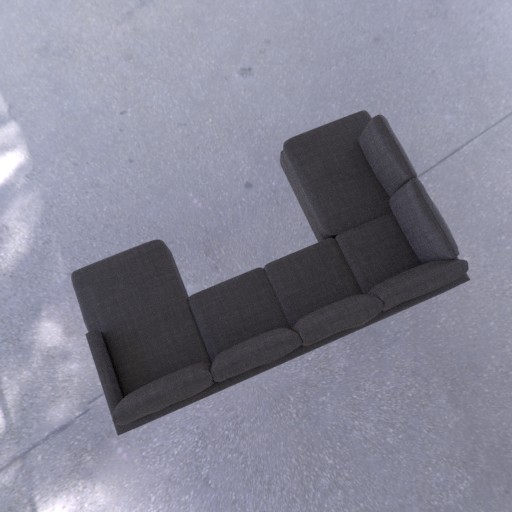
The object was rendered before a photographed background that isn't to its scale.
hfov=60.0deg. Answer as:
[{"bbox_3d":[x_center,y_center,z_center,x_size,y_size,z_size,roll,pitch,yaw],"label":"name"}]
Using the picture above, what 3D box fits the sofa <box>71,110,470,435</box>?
[{"bbox_3d":[0.000,0.000,4.287,3.423,0.999,2.048,-22,76,-6],"label":"sofa"}]
